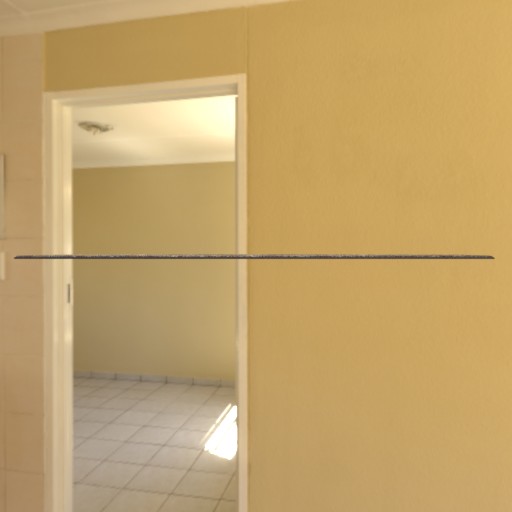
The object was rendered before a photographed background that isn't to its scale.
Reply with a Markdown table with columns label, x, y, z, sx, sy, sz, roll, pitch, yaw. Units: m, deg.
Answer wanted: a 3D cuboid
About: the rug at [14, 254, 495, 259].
| label | x | y | z | sx | sy | sz | roll | pitch | yaw |
| --- | --- | --- | --- | --- | --- | --- | --- | --- | --- |
| rug | 0.000 | 0.000 | 4.674 | 3.612 | 0.035 | 2.716 | 0 | 0 | 2 |
